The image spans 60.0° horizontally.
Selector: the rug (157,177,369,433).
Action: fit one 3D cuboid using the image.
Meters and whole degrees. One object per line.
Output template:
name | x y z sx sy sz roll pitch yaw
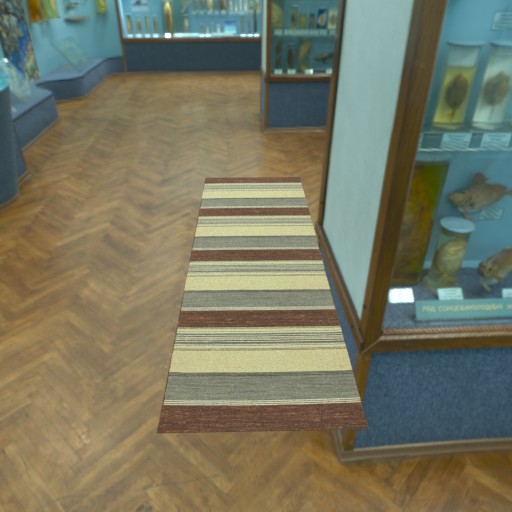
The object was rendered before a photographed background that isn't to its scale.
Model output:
rug | 0.000 0.000 2.682 0.792 0.006 2.437 -1 33 -1
